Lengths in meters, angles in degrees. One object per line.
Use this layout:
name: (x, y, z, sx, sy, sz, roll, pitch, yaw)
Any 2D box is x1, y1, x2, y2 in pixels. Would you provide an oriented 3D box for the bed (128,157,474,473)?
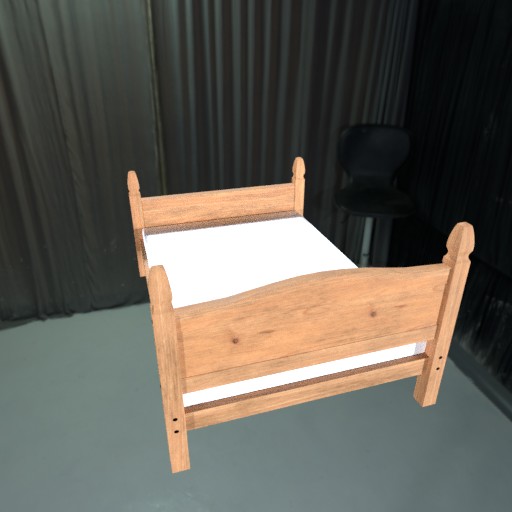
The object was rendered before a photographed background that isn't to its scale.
bed: (0.000, 0.000, 2.942, 1.490, 1.100, 2.069, -8, 28, -15)
